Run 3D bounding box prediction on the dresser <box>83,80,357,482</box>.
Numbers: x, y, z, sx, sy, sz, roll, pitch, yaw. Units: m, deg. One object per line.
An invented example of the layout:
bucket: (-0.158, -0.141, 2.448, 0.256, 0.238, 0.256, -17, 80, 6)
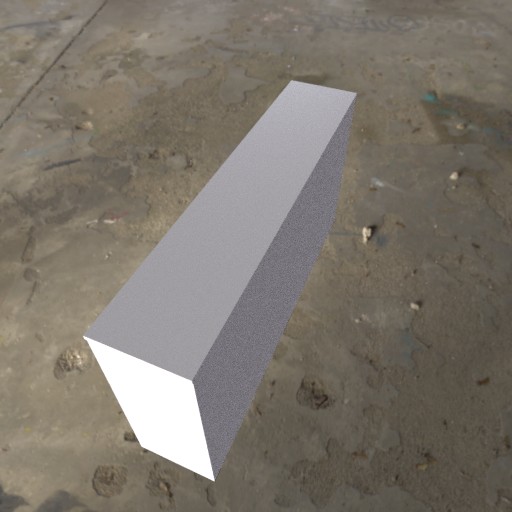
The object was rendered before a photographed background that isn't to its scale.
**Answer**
dresser: (0.000, 0.000, 1.859, 0.333, 0.790, 1.535, 18, 49, 16)
